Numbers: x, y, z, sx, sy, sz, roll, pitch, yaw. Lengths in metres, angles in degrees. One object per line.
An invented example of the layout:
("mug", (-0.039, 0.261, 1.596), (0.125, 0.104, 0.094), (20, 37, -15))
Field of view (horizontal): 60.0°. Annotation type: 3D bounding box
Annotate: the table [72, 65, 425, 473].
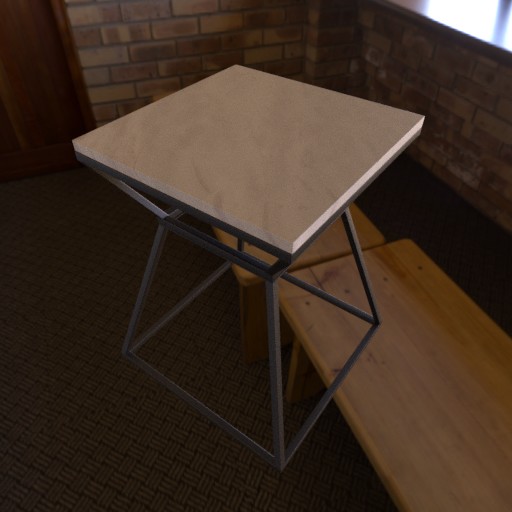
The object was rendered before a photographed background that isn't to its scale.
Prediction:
("table", (0.000, 0.000, 0.900), (0.455, 0.559, 0.455), (27, 49, 26))
